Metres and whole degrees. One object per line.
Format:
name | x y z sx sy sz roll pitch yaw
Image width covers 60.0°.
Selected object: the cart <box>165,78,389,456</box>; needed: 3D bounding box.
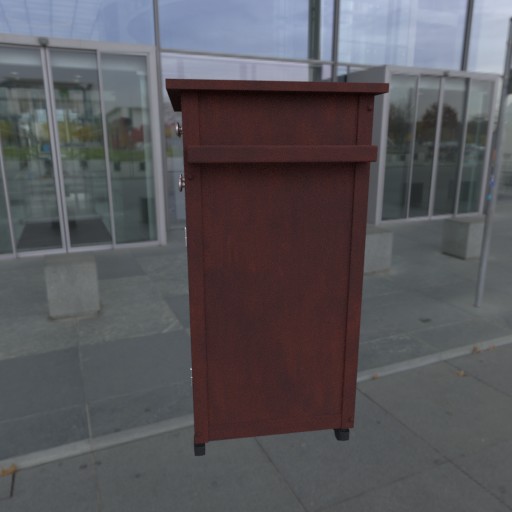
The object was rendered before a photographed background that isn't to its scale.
cart | 0.000 0.000 1.274 0.442 0.864 0.683 -2 15 -9
